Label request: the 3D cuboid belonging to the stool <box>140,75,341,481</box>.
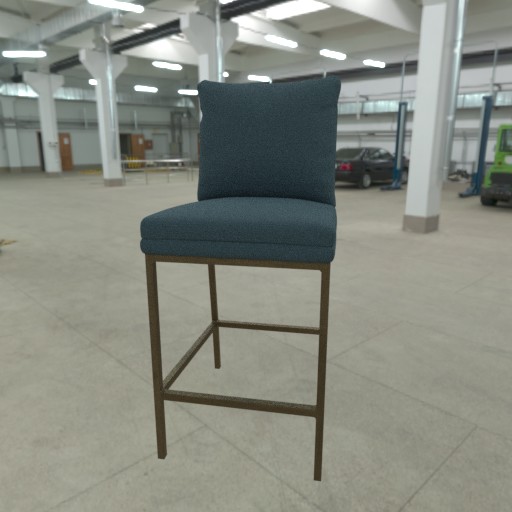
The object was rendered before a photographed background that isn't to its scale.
[{"bbox_3d":[0.000,0.000,1.302,0.463,1.032,0.568,3,14,11],"label":"stool"}]
